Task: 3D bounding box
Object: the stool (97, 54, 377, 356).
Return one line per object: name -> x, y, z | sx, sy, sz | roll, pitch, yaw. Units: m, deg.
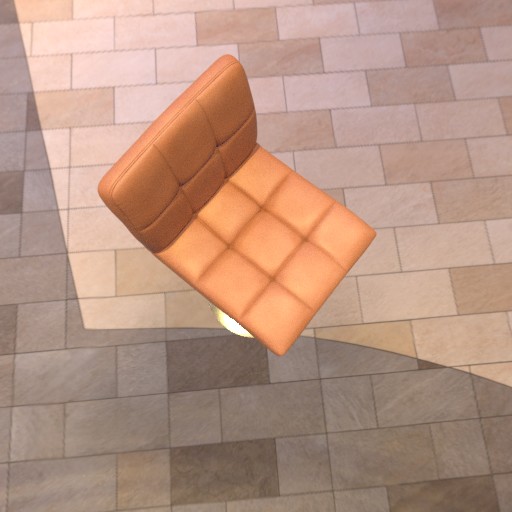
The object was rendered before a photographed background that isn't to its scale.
stool -> 0.000, 0.000, 1.391 | 0.505, 1.115, 0.430 | 38, 78, 9
